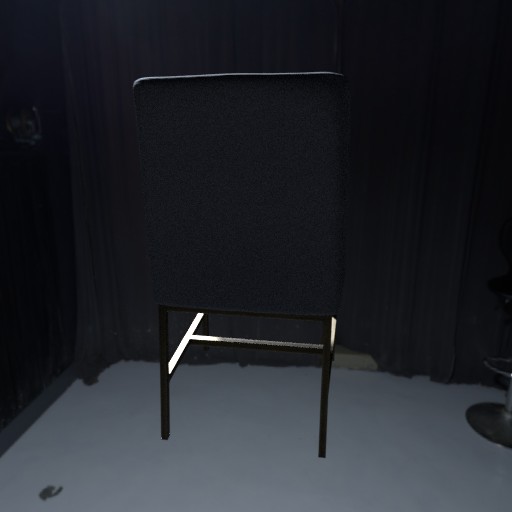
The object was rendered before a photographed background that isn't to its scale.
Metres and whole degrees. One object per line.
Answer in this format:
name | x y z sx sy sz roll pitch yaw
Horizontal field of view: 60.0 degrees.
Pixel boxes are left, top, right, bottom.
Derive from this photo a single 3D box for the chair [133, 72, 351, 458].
chair | 0.000 0.000 1.240 0.508 0.889 0.587 3 16 9
